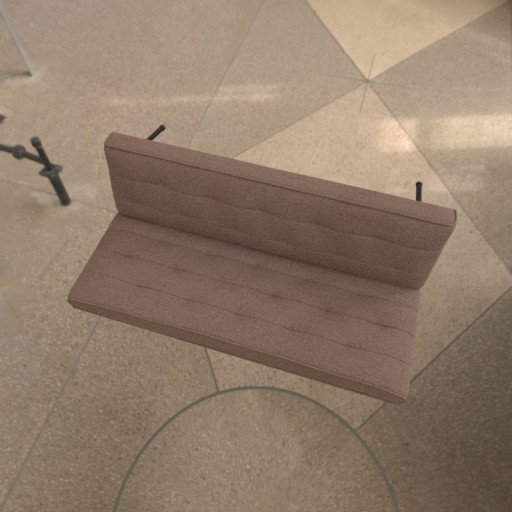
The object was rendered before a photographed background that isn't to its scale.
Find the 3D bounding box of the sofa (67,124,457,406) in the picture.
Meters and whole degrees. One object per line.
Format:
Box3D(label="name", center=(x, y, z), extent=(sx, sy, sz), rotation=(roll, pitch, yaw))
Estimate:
Box3D(label="sofa", center=(0.000, 0.000, 2.397), extent=(1.820, 0.810, 1.038), rotation=(15, 59, 9))
